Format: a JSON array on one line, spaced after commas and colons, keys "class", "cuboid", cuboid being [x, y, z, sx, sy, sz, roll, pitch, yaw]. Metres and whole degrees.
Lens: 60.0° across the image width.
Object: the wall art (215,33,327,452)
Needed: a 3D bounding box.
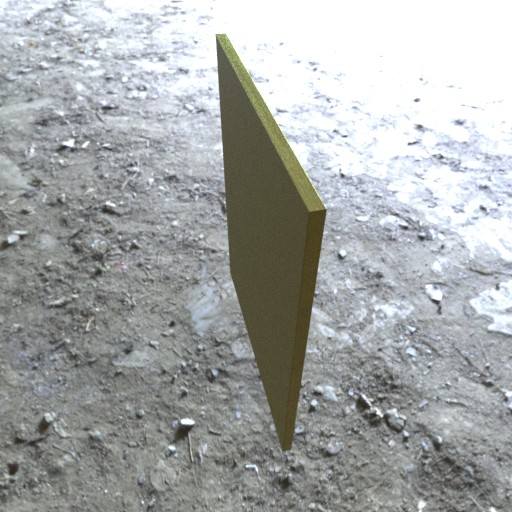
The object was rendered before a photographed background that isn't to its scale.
[{"class": "wall art", "cuboid": [0.000, 0.000, 1.337, 0.030, 1.002, 0.798, -10, 47, -10]}]
